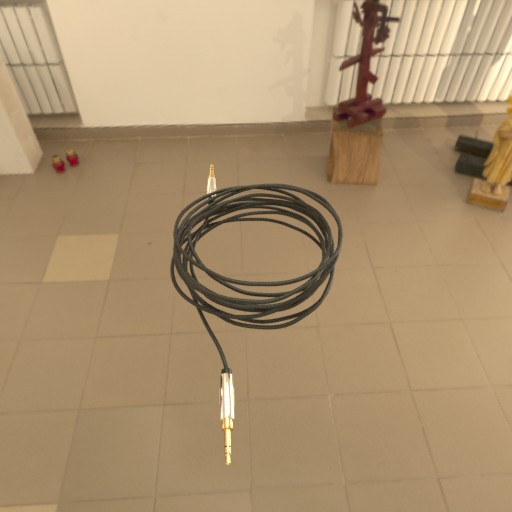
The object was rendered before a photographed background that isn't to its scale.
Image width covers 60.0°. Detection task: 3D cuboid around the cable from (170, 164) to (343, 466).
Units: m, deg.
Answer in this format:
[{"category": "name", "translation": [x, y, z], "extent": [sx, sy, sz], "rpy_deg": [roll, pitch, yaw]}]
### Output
[{"category": "cable", "translation": [0.000, 0.000, 0.504], "extent": [0.198, 0.069, 0.432], "rpy_deg": [-3, 47, -2]}]
